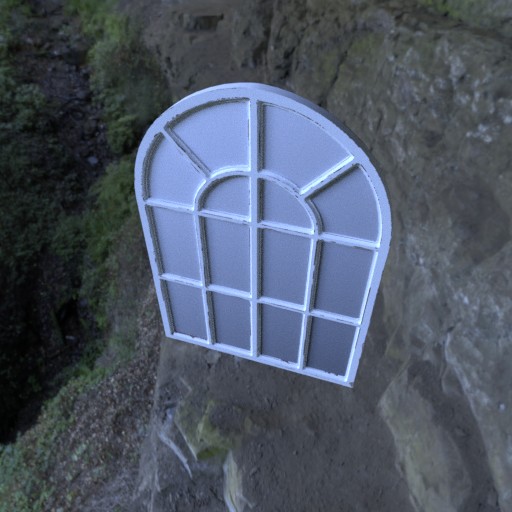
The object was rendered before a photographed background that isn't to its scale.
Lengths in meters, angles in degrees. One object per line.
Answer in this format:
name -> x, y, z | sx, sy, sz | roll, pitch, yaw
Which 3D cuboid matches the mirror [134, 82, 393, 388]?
mirror -> 0.000, 0.000, 1.198 | 0.660, 0.920, 0.032 | 12, 43, 13
